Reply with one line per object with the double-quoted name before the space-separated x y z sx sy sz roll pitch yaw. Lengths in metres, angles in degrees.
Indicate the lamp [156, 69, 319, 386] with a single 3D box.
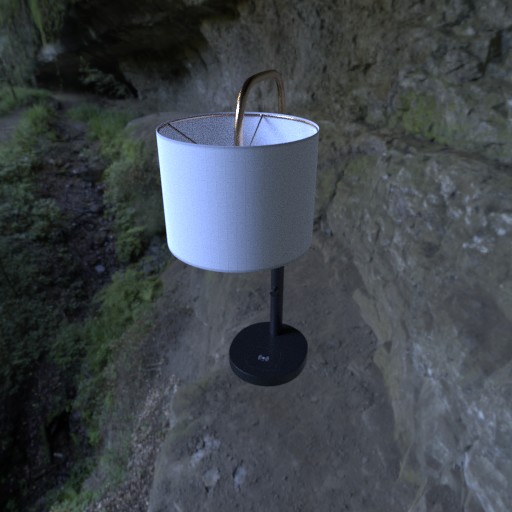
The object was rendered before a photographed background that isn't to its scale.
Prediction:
"lamp" 0.000 0.000 0.708 0.199 0.540 0.337 9 29 16
